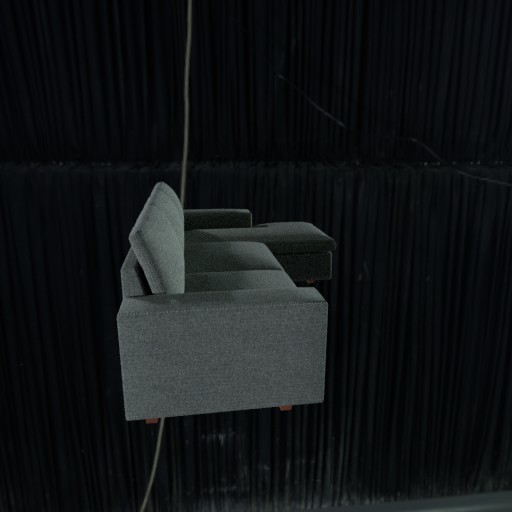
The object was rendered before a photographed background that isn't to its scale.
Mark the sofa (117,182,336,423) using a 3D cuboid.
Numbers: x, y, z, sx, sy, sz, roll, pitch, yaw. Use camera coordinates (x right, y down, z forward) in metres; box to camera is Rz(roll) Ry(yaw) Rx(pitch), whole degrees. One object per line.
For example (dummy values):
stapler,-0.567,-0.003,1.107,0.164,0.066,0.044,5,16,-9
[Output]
sofa,0.000,0.000,3.424,1.689,0.940,2.718,-2,16,-9
